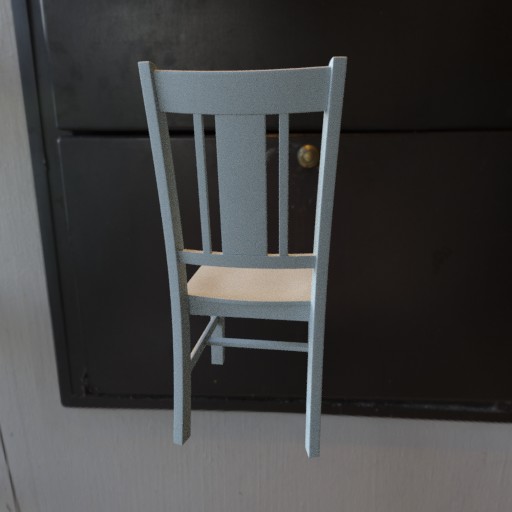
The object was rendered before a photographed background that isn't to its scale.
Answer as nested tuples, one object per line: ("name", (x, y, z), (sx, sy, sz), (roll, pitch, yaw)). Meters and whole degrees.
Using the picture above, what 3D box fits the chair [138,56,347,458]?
("chair", (0.000, 0.000, 1.310), (0.450, 0.998, 0.555), (2, 15, 8))
